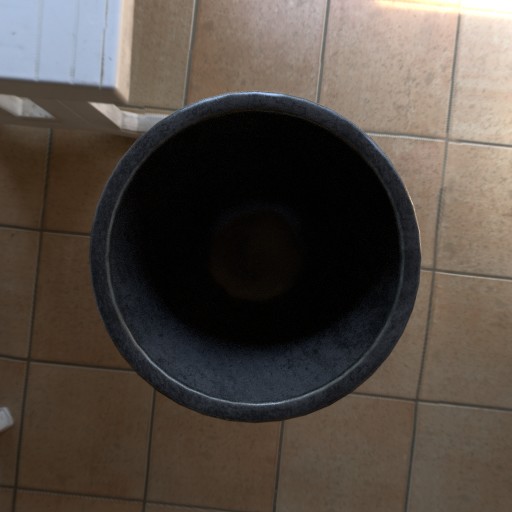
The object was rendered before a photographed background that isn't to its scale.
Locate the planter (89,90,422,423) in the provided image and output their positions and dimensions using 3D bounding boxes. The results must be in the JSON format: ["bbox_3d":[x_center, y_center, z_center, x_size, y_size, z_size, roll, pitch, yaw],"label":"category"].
[{"bbox_3d":[0.000,0.000,0.304,0.172,0.160,0.172,0,91,0],"label":"planter"}]
